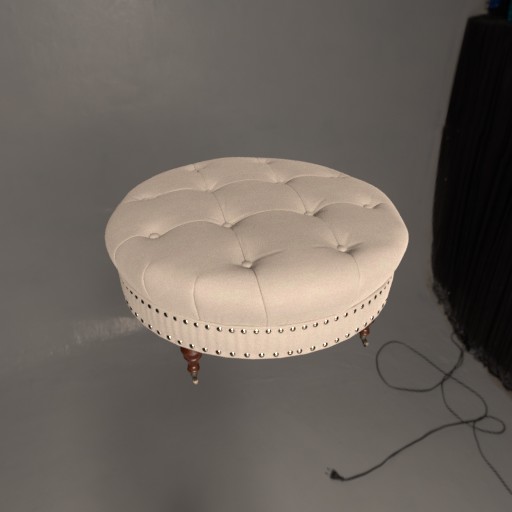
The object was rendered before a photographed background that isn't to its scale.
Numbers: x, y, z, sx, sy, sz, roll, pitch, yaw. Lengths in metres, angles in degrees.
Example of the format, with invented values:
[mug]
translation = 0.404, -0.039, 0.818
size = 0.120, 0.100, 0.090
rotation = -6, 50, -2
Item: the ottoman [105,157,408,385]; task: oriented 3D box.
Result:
[ottoman]
translation = 0.000, 0.000, 1.429
size = 0.901, 0.439, 0.901
rotation = 0, 31, 0
